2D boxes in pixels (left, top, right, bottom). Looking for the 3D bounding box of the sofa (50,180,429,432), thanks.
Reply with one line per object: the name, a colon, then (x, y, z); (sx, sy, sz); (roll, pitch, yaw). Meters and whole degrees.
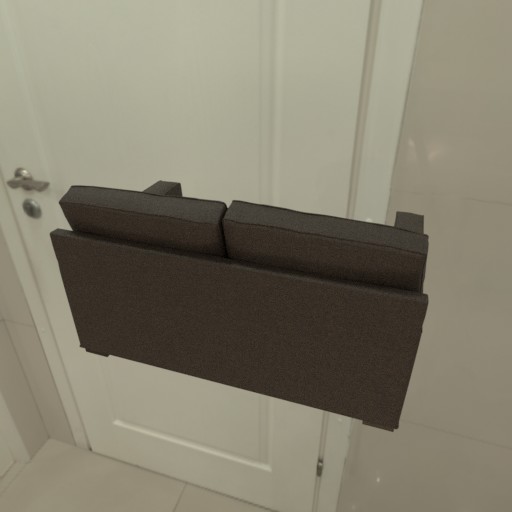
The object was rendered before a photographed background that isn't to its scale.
sofa: (0.000, 0.000, 2.183); (1.534, 0.887, 0.974); (10, 33, 15)
